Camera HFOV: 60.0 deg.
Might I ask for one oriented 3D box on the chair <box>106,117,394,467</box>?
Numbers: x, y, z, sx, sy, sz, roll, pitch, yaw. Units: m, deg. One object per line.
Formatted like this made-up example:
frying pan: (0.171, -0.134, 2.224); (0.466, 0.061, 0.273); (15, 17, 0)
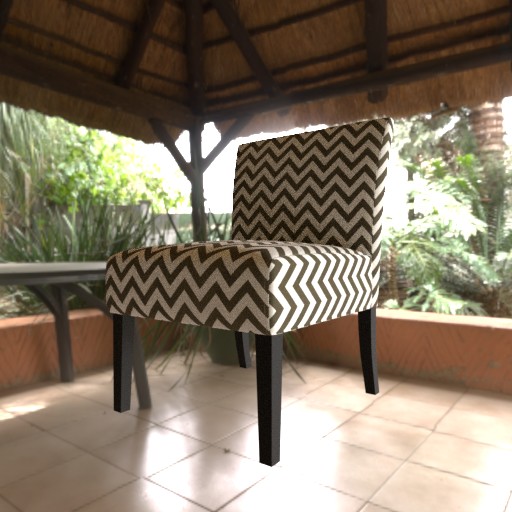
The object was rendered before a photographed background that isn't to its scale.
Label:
chair: (0.000, 0.000, 1.280); (0.589, 0.838, 0.648); (1, 1, 37)
